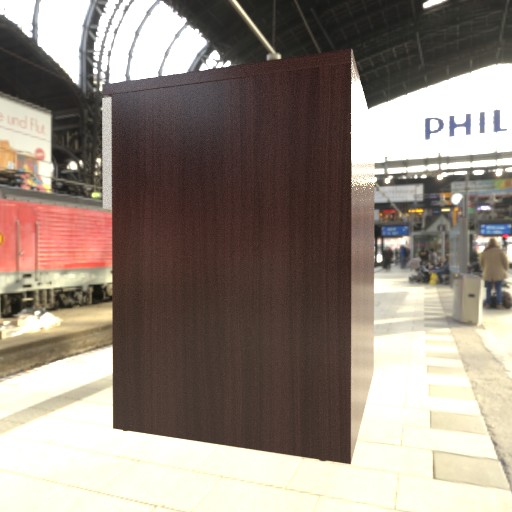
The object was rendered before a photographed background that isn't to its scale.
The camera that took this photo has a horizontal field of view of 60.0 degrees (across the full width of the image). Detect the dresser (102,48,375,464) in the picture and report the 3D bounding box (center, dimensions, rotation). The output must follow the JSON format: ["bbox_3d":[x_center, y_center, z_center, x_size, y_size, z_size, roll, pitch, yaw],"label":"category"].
[{"bbox_3d":[0.000,0.000,0.745,0.360,0.470,0.400,0,1,18],"label":"dresser"}]
